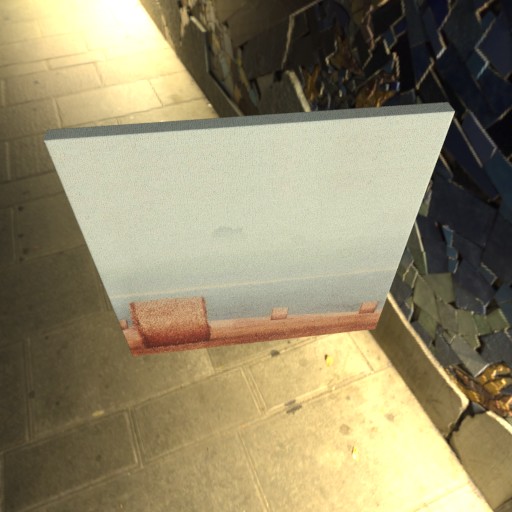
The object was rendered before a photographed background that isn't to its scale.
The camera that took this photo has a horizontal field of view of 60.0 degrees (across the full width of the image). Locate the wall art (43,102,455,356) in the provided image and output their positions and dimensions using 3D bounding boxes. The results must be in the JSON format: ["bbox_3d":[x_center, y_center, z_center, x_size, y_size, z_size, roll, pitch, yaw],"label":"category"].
[{"bbox_3d":[0.000,0.000,0.882,0.605,0.605,0.034,-5,48,-5],"label":"wall art"}]
